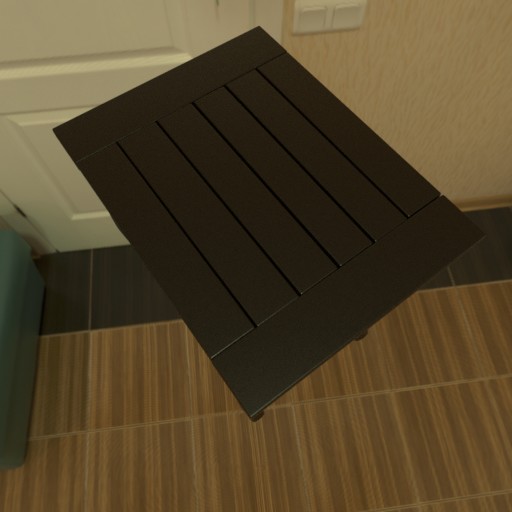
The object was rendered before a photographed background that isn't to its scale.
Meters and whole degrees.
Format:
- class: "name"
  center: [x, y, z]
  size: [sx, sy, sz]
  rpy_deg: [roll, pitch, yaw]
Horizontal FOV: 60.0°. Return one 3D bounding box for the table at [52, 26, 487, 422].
- class: "table"
  center: [0.000, 0.000, 1.012]
  size: [0.460, 0.604, 0.602]
  rpy_deg: [-34, 69, -15]
